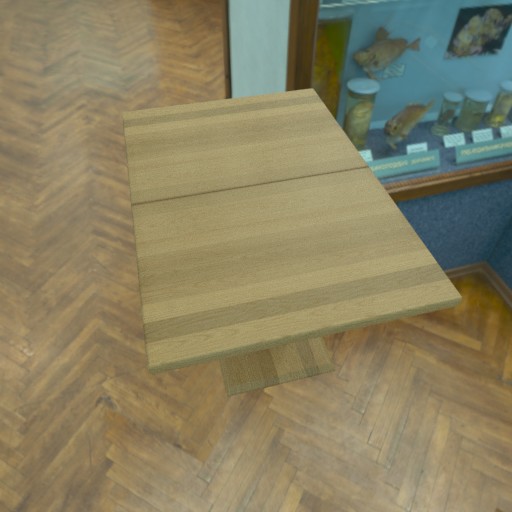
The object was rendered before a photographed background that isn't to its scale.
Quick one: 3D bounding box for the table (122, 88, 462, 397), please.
[{"bbox_3d":[0.000,0.000,1.902,0.900,0.770,1.300,-11,48,-10],"label":"table"}]
